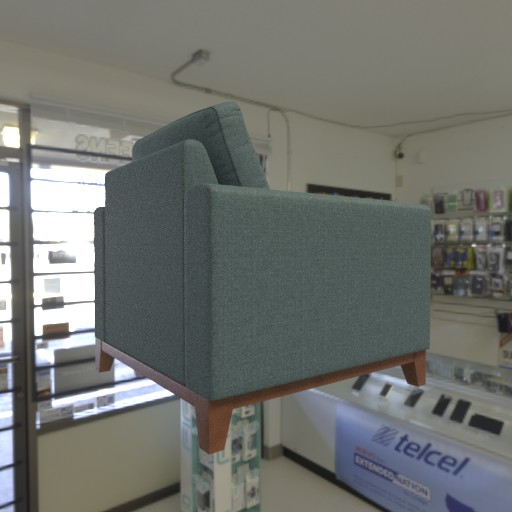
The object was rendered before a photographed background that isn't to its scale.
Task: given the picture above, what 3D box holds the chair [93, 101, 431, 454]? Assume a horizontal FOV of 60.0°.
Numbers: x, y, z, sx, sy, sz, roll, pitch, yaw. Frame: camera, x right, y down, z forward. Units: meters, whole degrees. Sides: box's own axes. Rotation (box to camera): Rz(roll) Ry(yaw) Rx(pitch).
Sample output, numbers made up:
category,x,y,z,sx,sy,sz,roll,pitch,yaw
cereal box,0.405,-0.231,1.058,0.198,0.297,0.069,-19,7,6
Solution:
category,x,y,z,sx,sy,sz,roll,pitch,yaw
chair,0.000,0.000,1.853,1.038,1.010,1.024,-1,2,-36
